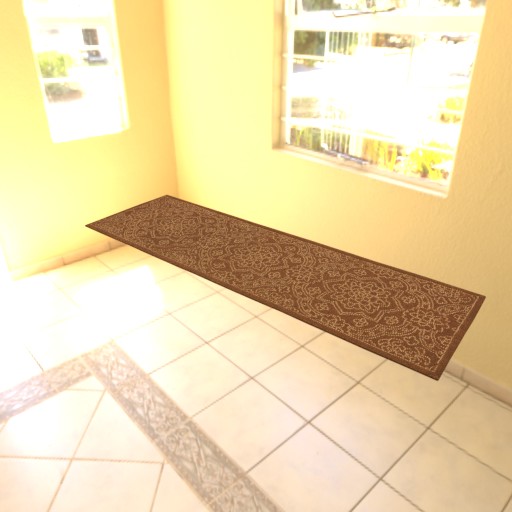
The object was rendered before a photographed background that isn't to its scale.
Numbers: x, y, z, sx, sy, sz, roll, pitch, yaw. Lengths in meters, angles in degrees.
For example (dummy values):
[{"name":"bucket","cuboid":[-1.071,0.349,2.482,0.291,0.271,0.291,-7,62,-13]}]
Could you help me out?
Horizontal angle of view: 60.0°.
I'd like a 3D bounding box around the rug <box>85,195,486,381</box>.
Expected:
[{"name":"rug","cuboid":[0.000,0.000,2.702,2.448,0.012,0.769,20,34,33]}]
